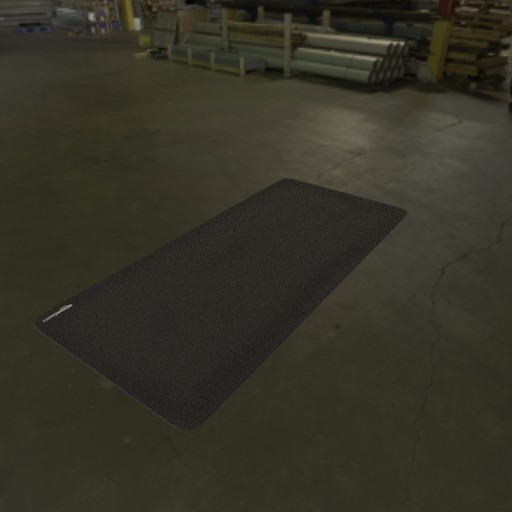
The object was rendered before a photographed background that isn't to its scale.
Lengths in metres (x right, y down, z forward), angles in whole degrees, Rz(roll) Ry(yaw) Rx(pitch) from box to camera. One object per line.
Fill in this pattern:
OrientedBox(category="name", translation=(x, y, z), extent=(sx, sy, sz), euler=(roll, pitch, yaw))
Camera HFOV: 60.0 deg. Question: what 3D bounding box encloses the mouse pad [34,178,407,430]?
OrientedBox(category="mouse pad", translation=(0.000, 0.000, 1.054), extent=(0.424, 0.003, 0.907), euler=(21, 38, 30))
